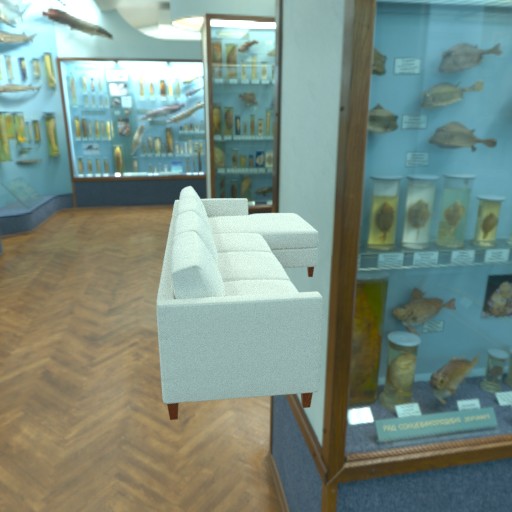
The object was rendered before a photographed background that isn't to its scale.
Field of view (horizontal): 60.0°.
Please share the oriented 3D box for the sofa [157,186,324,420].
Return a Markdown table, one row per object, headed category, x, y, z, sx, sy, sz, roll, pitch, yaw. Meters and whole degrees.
| category | x | y | z | sx | sy | sz | roll | pitch | yaw |
| --- | --- | --- | --- | --- | --- | --- | --- | --- | --- |
| sofa | 0.000 | 0.000 | 4.177 | 1.606 | 0.954 | 3.471 | -2 | 17 | -8 |
